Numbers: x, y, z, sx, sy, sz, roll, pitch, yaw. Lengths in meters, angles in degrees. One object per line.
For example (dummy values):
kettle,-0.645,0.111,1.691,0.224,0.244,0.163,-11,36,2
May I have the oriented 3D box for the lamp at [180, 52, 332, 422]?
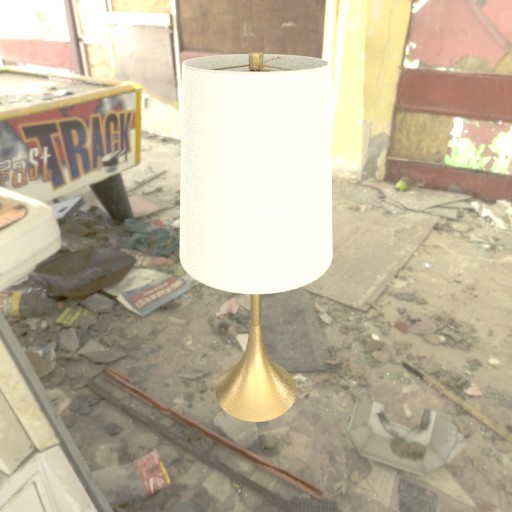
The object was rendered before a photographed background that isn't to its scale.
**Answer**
lamp,0.000,0.000,0.681,0.231,0.569,0.231,0,30,0
